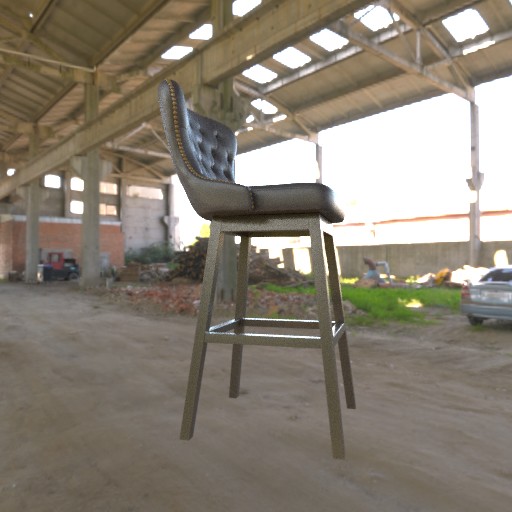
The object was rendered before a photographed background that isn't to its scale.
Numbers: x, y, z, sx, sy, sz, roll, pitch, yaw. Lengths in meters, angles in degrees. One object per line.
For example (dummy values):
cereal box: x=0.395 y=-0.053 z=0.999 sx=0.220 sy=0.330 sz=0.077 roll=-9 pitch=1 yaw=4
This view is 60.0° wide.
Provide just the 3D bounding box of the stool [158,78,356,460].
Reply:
stool: x=0.000 y=0.000 z=1.435 sx=0.601 sy=1.050 sz=0.528 roll=0 pitch=-1 yaw=17
